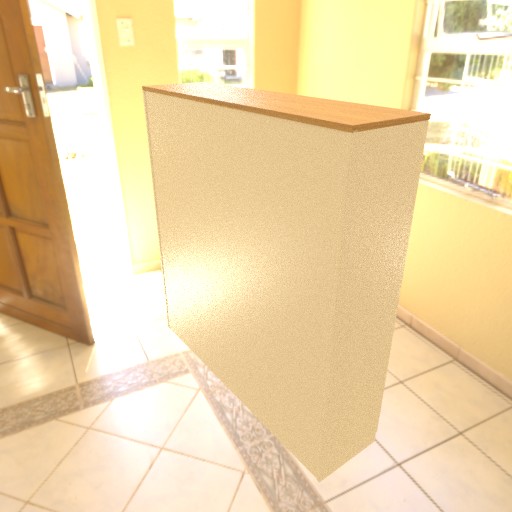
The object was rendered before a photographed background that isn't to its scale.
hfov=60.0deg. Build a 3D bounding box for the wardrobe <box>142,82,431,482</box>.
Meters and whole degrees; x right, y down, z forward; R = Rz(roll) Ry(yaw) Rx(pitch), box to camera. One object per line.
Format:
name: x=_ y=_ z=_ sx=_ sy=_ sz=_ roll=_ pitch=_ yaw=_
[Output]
wardrobe: x=0.000 y=0.000 z=3.317 sx=0.590 sy=2.260 sz=2.160 roll=-18 pitch=32 yaw=-33
